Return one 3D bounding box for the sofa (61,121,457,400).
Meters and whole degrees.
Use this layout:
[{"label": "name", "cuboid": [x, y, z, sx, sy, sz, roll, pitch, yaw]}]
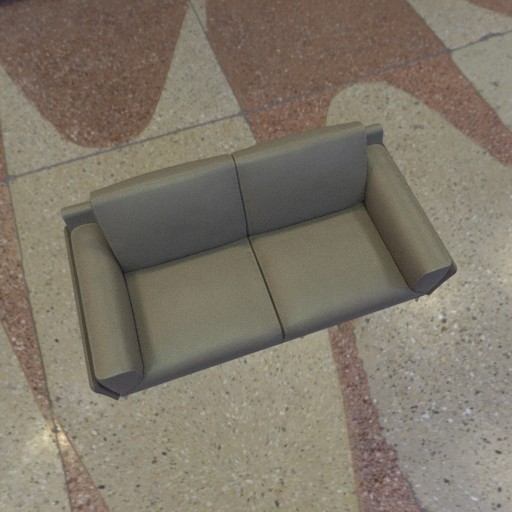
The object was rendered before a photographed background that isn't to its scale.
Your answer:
[{"label": "sofa", "cuboid": [0.000, 0.000, 2.683, 2.101, 0.930, 1.049, -17, 65, -8]}]
